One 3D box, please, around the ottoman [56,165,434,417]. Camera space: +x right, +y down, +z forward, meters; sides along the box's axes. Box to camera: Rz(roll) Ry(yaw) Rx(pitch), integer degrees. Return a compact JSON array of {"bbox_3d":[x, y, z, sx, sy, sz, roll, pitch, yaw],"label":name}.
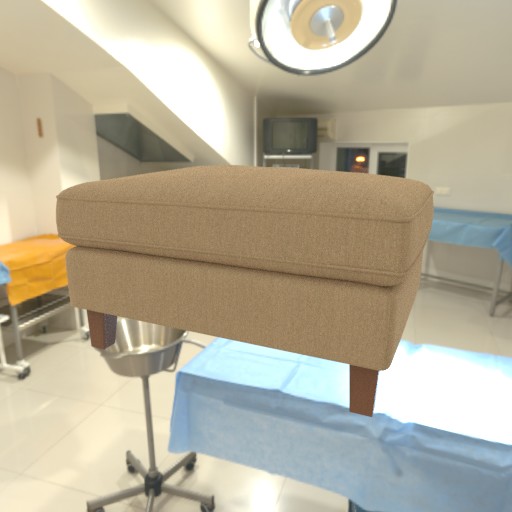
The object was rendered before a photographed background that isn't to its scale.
[{"bbox_3d":[0.000,0.000,1.318,0.945,0.521,0.636,7,16,24],"label":"ottoman"}]
